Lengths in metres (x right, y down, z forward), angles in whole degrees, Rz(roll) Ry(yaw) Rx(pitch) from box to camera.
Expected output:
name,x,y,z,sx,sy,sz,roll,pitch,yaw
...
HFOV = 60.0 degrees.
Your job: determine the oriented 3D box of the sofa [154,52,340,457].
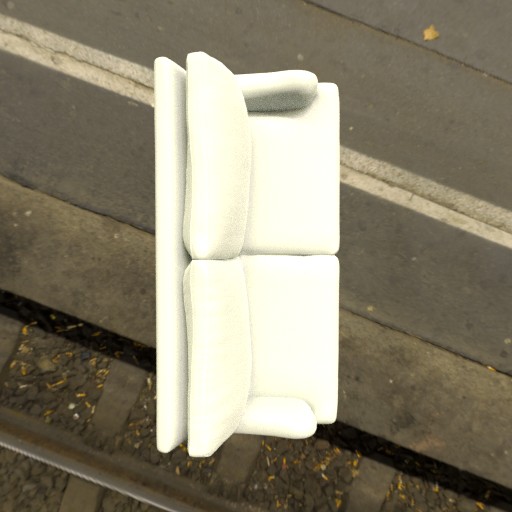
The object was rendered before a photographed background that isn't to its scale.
name,x,y,z,sx,sy,sz,roll,pitch,yaw
sofa,0.000,0.000,2.794,1.069,1.096,2.193,0,92,1
